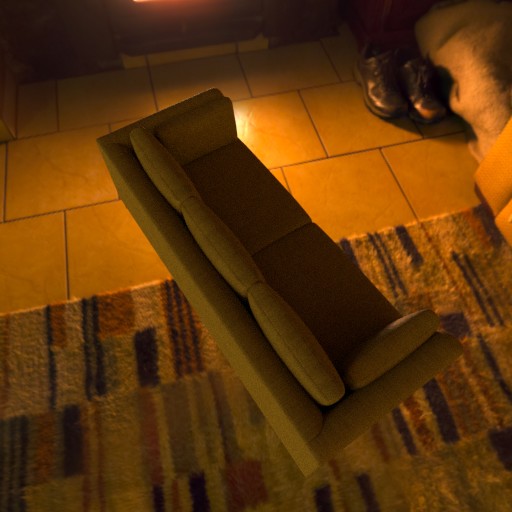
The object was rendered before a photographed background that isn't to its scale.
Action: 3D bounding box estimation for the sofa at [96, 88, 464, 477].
[{"bbox_3d":[0.000,0.000,2.871,0.969,0.867,2.415,-30,64,-17],"label":"sofa"}]
